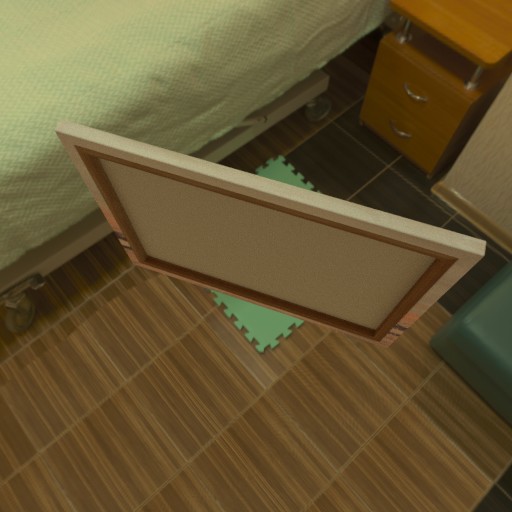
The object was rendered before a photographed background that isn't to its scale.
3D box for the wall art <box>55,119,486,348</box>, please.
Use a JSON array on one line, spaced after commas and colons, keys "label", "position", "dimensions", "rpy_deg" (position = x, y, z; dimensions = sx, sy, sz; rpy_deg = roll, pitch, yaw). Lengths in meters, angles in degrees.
[{"label": "wall art", "position": [0.000, 0.000, 1.338], "dimensions": [1.015, 0.763, 0.038], "rpy_deg": [18, 65, 8]}]
